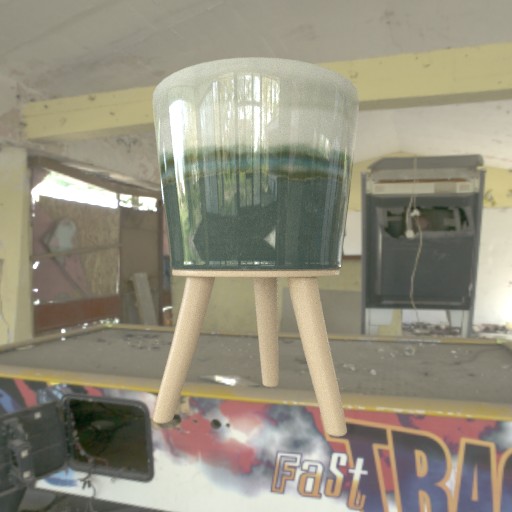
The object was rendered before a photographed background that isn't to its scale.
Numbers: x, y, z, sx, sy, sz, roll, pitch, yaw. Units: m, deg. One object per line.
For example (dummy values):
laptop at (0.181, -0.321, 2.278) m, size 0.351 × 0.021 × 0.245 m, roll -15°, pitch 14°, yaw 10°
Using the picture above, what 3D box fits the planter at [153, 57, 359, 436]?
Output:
planter at (0.000, 0.000, 0.474) m, size 0.217 × 0.331 × 0.217 m, roll 1°, pitch -1°, yaw -36°
